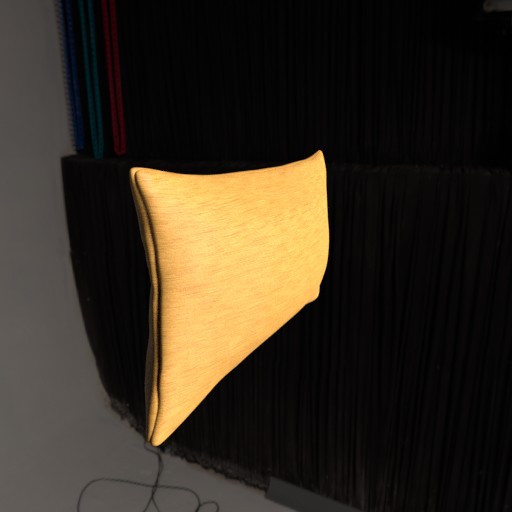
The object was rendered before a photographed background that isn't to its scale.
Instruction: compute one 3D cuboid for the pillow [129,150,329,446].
[{"bbox_3d":[0.000,0.000,0.794,0.210,0.354,0.634,7,17,26],"label":"pillow"}]
